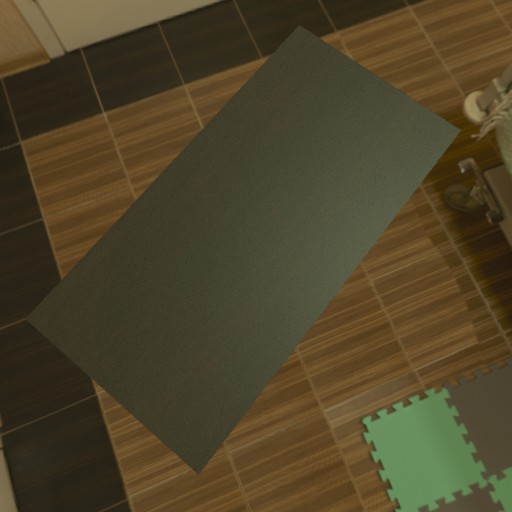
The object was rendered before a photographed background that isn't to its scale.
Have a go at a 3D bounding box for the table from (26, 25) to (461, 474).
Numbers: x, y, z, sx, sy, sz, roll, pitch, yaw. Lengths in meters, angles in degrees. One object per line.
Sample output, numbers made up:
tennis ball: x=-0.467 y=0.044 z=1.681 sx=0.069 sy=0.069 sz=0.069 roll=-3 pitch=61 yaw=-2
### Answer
table: x=0.000 y=0.000 z=1.347 sx=0.499 sy=0.660 sz=0.991 roll=38 pitch=78 yaw=9
